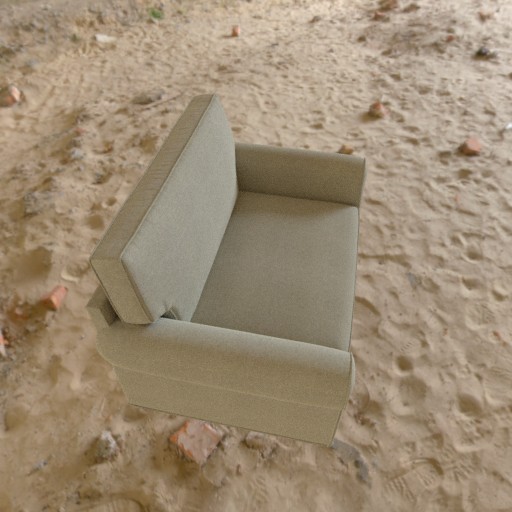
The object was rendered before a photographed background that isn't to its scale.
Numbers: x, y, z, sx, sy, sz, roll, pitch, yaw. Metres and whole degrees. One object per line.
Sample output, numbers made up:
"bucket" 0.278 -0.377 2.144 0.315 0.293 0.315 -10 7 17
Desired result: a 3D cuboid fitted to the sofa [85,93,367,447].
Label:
"sofa" 0.000 0.000 2.052 0.936 0.991 1.405 9 47 8
